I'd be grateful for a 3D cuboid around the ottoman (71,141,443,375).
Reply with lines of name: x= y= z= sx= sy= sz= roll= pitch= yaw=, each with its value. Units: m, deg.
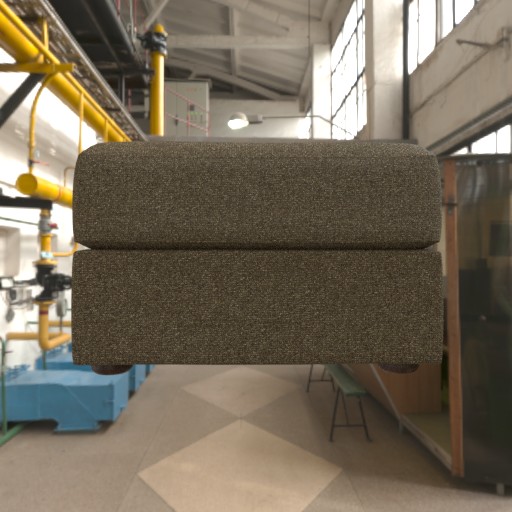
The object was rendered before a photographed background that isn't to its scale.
ottoman: x=0.000 y=0.000 z=1.122 sx=0.742 sy=0.476 sz=0.598 roll=0 pitch=-1 yaw=-1
